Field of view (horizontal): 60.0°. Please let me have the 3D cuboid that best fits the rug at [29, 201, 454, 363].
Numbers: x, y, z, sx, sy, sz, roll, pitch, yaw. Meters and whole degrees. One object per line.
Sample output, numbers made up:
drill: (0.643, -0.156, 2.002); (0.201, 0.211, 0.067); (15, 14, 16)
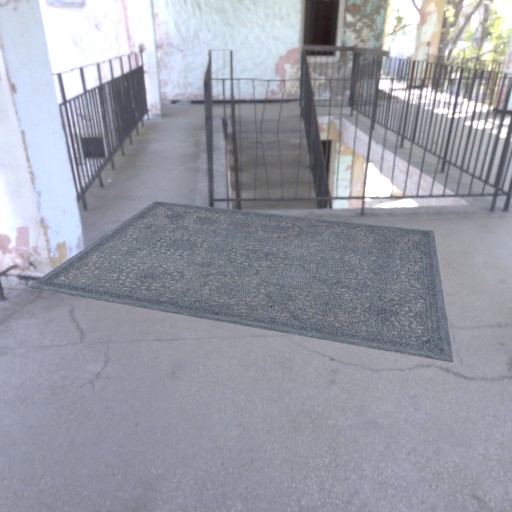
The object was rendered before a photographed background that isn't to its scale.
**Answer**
rug: (0.000, 0.000, 2.321); (1.819, 0.012, 1.208); (8, 28, 15)
